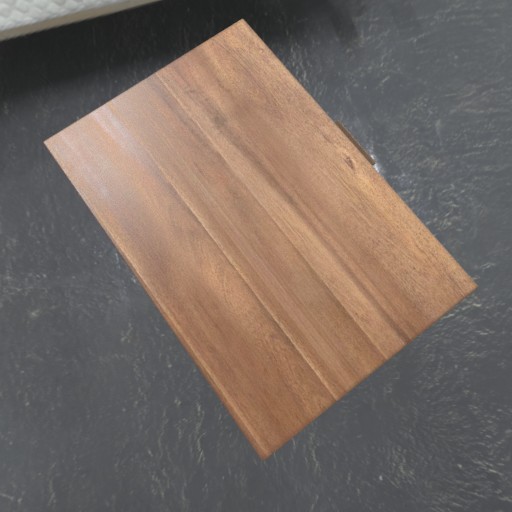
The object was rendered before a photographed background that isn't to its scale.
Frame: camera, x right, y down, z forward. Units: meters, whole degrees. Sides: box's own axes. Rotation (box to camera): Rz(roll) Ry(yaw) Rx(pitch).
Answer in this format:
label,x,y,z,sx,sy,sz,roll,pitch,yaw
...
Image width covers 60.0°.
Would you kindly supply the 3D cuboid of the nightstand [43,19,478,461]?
label,x,y,z,sx,sy,sz,roll,pitch,yaw
nightstand,0.000,0.000,0.996,0.427,0.611,0.605,-36,78,-9
